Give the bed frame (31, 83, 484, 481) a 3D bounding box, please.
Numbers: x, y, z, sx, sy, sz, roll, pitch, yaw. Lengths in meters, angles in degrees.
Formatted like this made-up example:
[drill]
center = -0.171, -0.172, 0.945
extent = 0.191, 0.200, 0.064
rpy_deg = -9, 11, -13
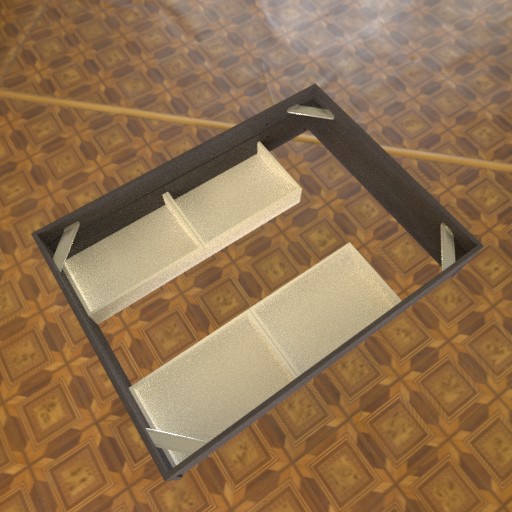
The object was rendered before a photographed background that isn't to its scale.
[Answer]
[bed frame]
center = 0.000, 0.000, 2.544
extent = 1.944, 0.459, 1.448
rpy_deg = -32, 68, -15
